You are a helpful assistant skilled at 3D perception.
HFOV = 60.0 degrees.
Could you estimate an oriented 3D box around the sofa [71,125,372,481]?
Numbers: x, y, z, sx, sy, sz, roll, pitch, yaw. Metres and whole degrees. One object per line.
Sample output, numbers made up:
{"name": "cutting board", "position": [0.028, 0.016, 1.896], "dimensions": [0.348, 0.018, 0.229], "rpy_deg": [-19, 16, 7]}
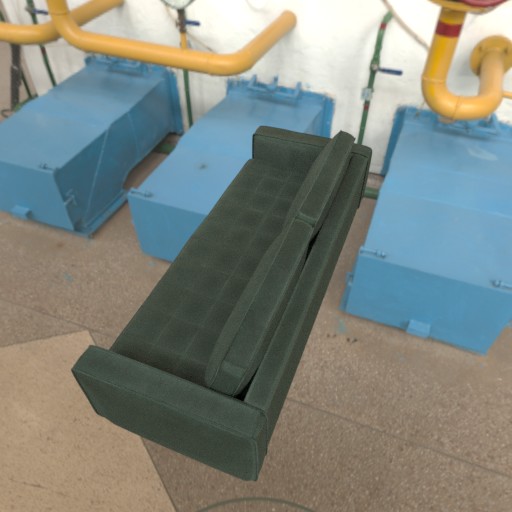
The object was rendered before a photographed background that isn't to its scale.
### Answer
{"name": "sofa", "position": [0.000, 0.000, 2.609], "dimensions": [0.886, 0.781, 2.214], "rpy_deg": [16, 48, 15]}
